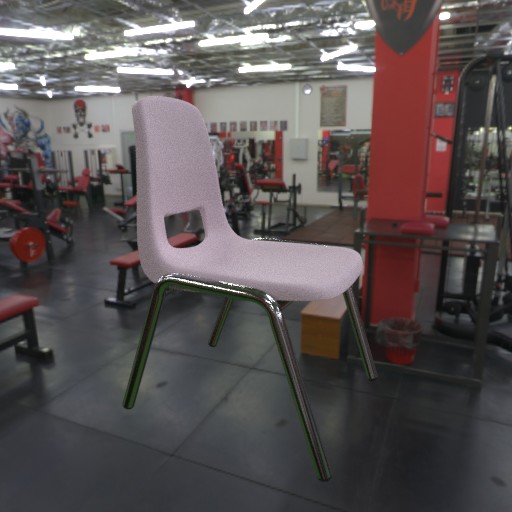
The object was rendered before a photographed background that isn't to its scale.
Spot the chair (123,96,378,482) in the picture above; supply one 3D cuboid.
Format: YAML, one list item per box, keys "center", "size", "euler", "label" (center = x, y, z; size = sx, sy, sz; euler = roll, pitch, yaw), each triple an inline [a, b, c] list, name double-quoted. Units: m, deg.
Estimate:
- center: [0.000, 0.000, 0.839]
  size: [0.423, 0.586, 0.354]
  euler: [7, 16, 26]
  label: "chair"
